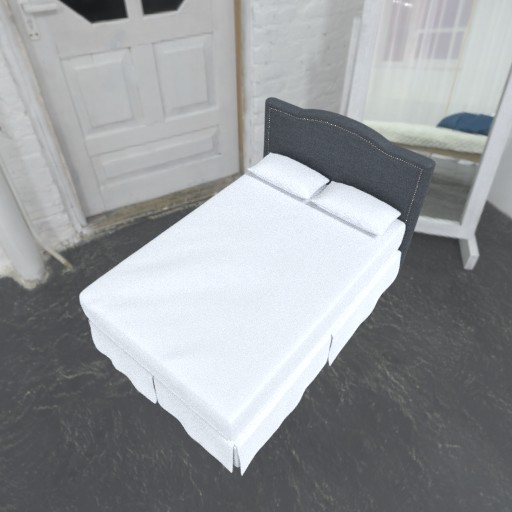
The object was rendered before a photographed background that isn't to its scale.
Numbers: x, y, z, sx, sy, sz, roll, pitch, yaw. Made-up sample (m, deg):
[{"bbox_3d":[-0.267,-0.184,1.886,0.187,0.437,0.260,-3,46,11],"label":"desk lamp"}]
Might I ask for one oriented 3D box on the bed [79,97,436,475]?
[{"bbox_3d":[0.000,0.000,3.651,1.747,1.441,2.507,31,54,26],"label":"bed"}]
